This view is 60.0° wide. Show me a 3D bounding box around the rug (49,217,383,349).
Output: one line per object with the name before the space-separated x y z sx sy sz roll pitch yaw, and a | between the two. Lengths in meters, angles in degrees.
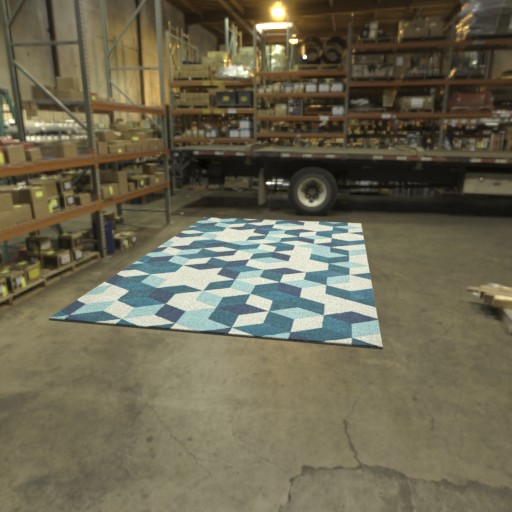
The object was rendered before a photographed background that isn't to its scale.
rug | 0.000 0.000 3.088 1.518 0.015 2.438 3 17 10
